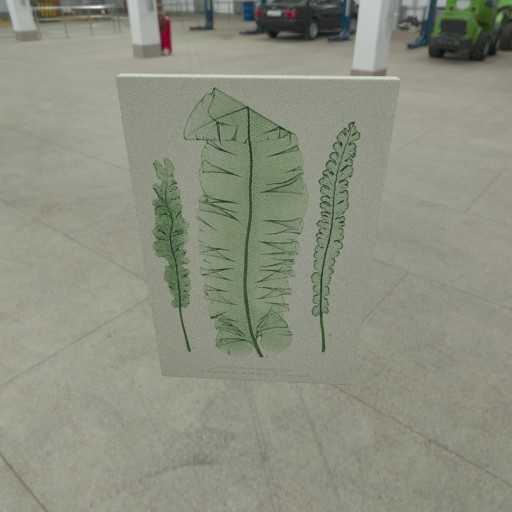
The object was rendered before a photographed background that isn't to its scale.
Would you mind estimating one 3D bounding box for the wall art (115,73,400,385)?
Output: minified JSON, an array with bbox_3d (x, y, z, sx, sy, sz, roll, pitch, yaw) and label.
[{"bbox_3d":[0.000,0.000,1.202,0.610,0.914,0.038,2,31,3],"label":"wall art"}]
